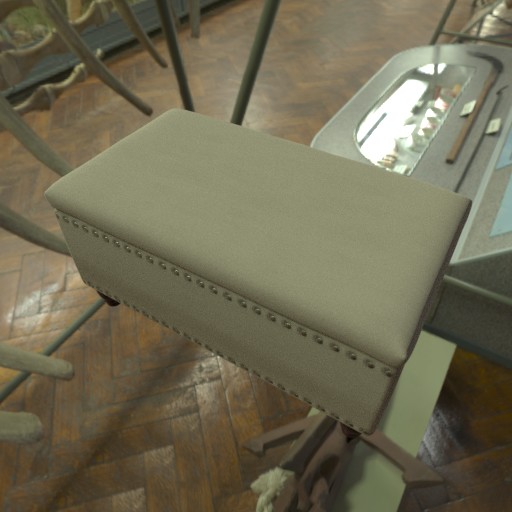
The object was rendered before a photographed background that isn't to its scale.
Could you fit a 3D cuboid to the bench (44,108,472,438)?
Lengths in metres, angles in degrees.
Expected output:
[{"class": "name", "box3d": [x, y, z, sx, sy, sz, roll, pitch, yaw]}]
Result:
[{"class": "bench", "box3d": [0.000, 0.000, 1.177, 0.887, 0.449, 0.500, 23, 49, 22]}]
